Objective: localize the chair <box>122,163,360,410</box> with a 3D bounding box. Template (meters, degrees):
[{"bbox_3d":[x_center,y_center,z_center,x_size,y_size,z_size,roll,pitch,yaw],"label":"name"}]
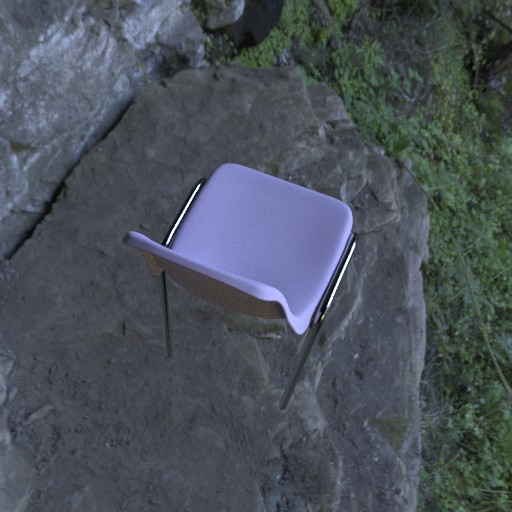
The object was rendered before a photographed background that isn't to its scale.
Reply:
[{"bbox_3d":[0.000,0.000,0.956,0.381,0.704,0.436,21,65,11],"label":"chair"}]
